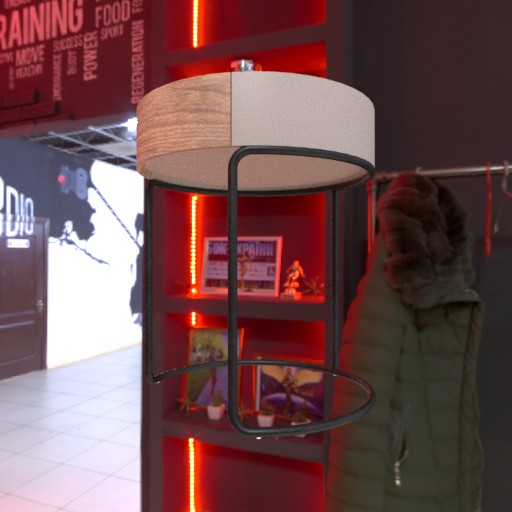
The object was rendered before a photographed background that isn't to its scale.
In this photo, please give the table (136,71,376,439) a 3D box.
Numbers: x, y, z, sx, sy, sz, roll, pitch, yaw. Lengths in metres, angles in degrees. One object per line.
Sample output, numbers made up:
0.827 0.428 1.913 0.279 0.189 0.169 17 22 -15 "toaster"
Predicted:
0.000 0.000 0.862 0.450 0.530 0.450 0 0 0 "table"
